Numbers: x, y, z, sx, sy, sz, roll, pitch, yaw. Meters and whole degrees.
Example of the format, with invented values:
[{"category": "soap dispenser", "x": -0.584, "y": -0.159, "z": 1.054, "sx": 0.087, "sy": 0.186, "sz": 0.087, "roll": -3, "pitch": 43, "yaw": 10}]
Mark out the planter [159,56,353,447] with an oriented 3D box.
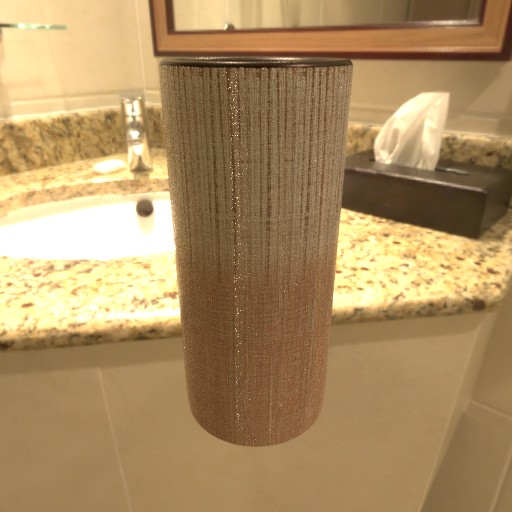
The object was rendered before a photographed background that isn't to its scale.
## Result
[{"category": "planter", "x": 0.000, "y": 0.000, "z": 0.279, "sx": 0.100, "sy": 0.227, "sz": 0.100, "roll": 0, "pitch": 25, "yaw": 0}]
